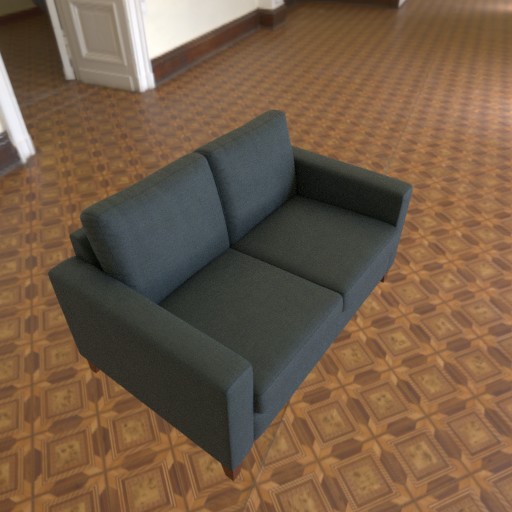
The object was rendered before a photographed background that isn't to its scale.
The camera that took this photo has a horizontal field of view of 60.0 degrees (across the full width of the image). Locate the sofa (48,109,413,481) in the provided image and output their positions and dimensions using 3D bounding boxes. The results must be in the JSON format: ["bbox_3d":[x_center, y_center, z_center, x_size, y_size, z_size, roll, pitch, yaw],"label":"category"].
[{"bbox_3d":[0.000,0.000,2.084,0.955,0.903,1.489,25,46,27],"label":"sofa"}]
